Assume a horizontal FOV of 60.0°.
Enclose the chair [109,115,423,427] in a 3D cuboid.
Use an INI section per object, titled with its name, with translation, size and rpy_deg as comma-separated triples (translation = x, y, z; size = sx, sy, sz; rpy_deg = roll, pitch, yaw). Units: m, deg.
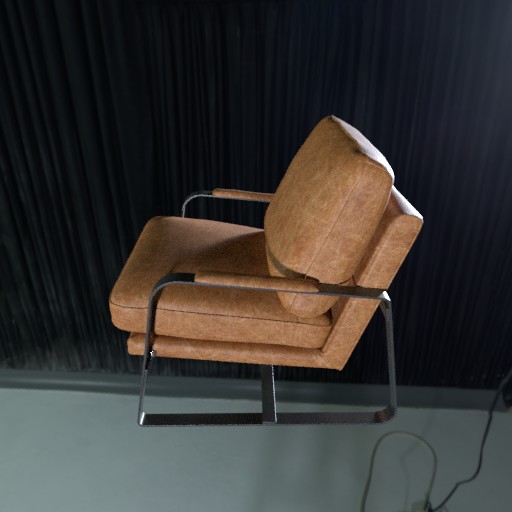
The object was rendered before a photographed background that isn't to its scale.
[chair]
translation = 0.000, 0.000, 1.395
size = 0.801, 0.777, 0.651
rpy_deg = 0, 28, -1
